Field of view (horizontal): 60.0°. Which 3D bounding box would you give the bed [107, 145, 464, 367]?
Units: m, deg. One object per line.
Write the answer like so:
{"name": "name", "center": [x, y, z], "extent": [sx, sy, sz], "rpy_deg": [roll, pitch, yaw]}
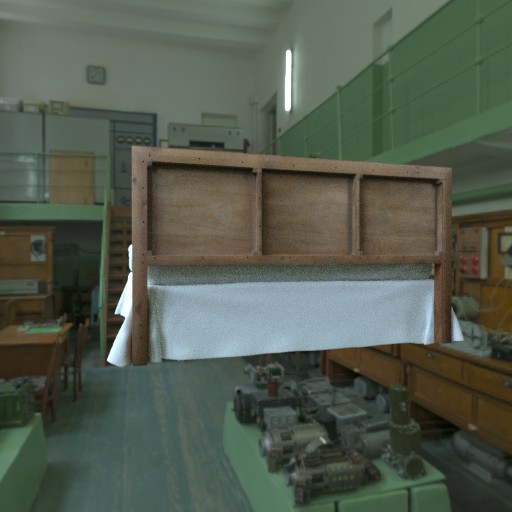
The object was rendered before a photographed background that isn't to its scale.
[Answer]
{"name": "bed", "center": [0.000, 0.000, 3.609], "extent": [2.255, 1.158, 2.165], "rpy_deg": [0, 0, -17]}
